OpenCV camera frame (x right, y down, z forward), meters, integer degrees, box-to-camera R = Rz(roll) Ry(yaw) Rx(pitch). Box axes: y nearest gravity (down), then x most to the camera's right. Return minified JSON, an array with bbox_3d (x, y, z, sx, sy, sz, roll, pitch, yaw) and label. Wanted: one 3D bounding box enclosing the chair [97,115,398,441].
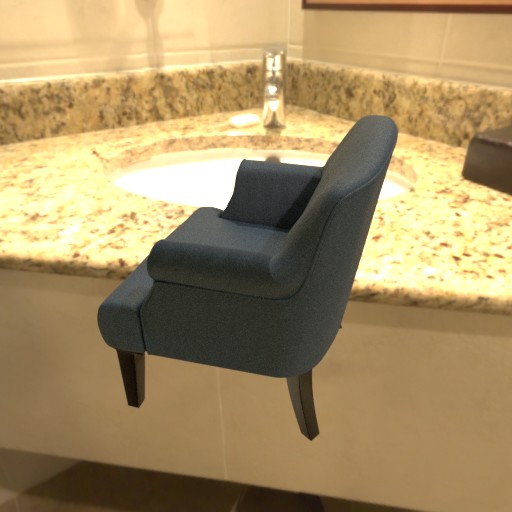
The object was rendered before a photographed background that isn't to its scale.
[{"bbox_3d":[0.000,0.000,1.433,0.754,0.878,0.770,9,31,15],"label":"chair"}]
